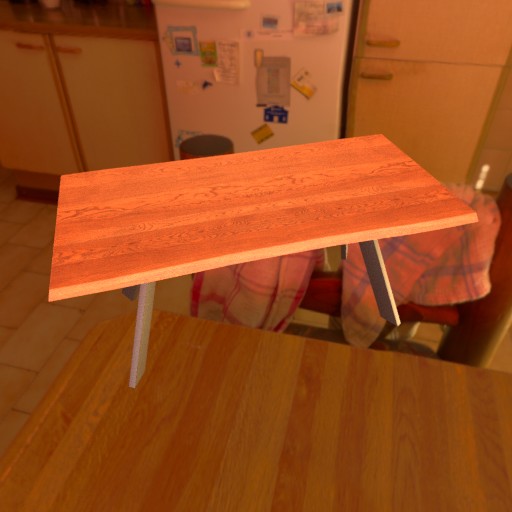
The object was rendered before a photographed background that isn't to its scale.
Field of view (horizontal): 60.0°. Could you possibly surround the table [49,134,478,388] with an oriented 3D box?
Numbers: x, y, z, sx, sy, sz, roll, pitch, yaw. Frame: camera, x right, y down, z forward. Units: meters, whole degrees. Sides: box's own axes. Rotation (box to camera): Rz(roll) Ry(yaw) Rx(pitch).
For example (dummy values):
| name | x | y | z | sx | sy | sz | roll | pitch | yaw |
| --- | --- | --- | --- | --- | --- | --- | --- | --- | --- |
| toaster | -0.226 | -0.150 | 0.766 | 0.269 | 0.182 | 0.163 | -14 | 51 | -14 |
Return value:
| name | x | y | z | sx | sy | sz | roll | pitch | yaw |
| --- | --- | --- | --- | --- | --- | --- | --- | --- | --- |
| table | 0.000 | 0.000 | 2.329 | 1.800 | 0.770 | 0.900 | -10 | 40 | -12 |
